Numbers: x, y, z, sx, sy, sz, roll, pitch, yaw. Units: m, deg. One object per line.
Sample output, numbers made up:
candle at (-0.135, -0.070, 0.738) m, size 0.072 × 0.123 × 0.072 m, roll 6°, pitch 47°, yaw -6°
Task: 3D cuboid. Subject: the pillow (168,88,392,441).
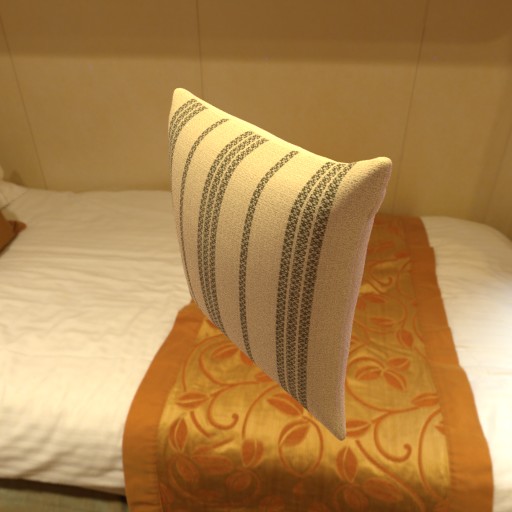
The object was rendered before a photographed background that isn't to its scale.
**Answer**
pillow at (0.000, 0.000, 0.646) m, size 0.173 × 0.406 × 0.405 m, roll -22°, pitch 38°, yaw -31°
